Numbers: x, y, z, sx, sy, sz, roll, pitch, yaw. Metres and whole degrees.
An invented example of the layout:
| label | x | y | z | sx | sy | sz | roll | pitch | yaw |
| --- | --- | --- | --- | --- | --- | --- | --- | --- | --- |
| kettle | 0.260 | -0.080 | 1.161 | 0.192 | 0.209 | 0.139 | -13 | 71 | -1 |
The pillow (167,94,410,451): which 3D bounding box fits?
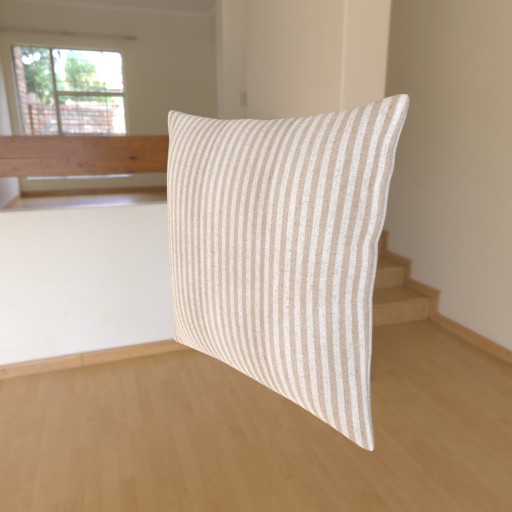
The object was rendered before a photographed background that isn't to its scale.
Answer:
| label | x | y | z | sx | sy | sz | roll | pitch | yaw |
| --- | --- | --- | --- | --- | --- | --- | --- | --- | --- |
| pillow | 0.000 | 0.000 | 0.784 | 0.166 | 0.510 | 0.523 | -15 | 21 | -43 |
